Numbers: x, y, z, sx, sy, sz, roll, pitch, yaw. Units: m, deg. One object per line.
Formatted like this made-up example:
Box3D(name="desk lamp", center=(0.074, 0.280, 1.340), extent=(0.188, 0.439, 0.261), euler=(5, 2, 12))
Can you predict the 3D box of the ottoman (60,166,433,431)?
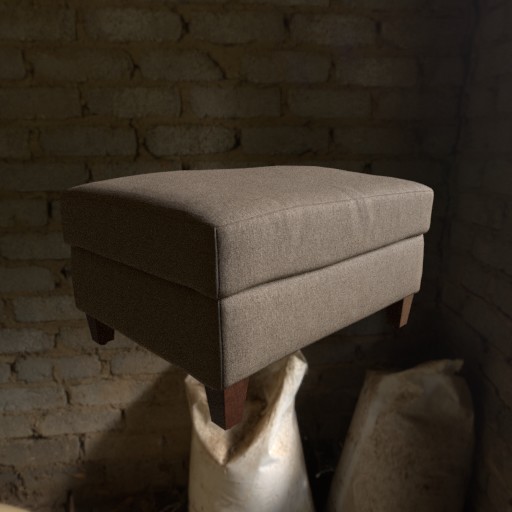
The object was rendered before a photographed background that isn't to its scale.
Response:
Box3D(name="ottoman", center=(0.000, 0.000, 1.319), extent=(0.692, 0.511, 0.889), euler=(14, 20, 43))
